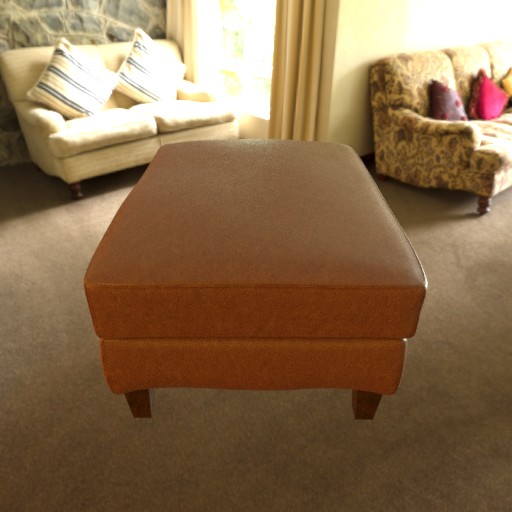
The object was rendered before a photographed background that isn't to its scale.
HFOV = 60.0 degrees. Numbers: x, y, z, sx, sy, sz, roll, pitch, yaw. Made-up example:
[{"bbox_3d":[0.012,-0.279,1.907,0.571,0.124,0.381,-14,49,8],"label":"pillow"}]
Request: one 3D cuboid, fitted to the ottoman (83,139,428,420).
[{"bbox_3d":[0.000,0.000,1.239,0.650,0.485,0.851,0,31,0],"label":"ottoman"}]
